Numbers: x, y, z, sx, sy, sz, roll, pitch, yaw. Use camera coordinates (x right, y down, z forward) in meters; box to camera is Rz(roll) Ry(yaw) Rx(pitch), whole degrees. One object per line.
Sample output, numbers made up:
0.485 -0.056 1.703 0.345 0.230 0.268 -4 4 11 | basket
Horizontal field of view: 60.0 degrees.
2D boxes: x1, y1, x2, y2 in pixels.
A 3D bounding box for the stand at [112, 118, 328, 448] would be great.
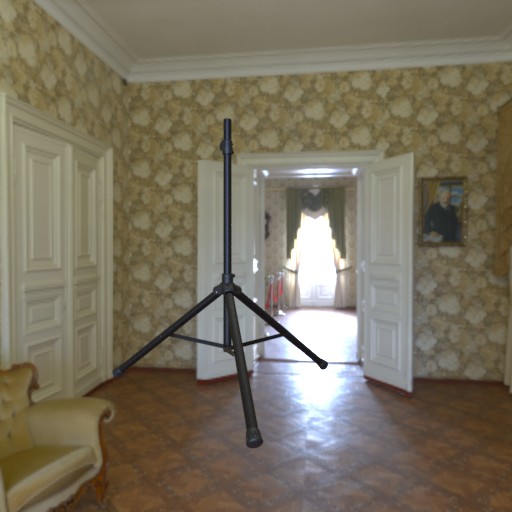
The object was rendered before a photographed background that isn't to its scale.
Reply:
0.000 0.000 1.941 0.907 1.136 1.045 0 0 -38 | stand
